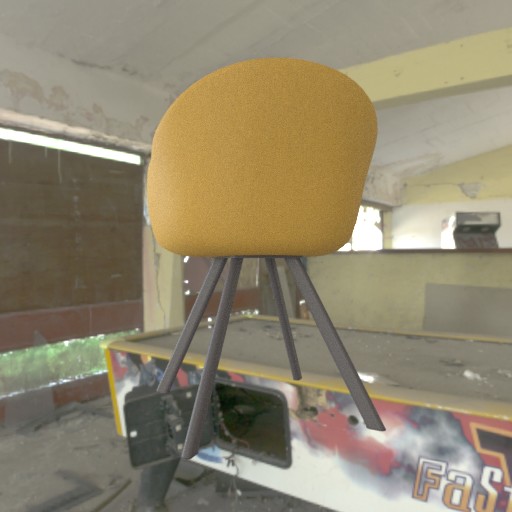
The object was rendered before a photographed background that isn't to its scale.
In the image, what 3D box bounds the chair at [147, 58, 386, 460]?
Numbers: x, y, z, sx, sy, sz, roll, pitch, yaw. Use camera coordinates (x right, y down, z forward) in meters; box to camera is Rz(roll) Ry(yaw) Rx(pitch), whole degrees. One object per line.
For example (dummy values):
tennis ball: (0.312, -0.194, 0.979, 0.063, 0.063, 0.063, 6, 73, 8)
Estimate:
chair: (0.000, 0.000, 1.164, 0.551, 0.793, 0.583, 0, 0, -19)
